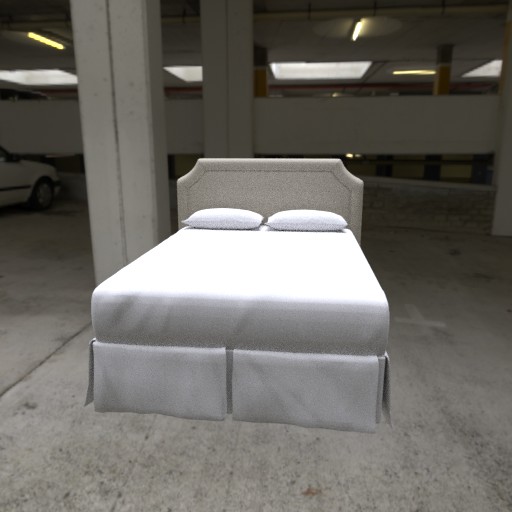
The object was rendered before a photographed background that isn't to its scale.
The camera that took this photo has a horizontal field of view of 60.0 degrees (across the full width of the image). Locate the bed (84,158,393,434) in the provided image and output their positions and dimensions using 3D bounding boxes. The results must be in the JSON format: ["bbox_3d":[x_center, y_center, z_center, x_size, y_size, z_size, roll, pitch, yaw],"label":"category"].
[{"bbox_3d":[0.000,0.000,3.132,1.693,1.290,2.116,2,14,6],"label":"bed"}]
